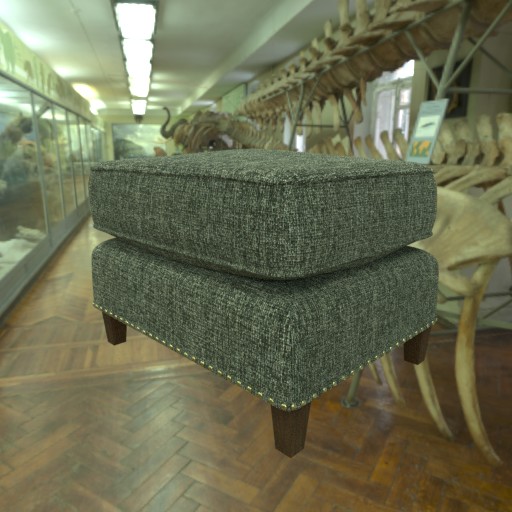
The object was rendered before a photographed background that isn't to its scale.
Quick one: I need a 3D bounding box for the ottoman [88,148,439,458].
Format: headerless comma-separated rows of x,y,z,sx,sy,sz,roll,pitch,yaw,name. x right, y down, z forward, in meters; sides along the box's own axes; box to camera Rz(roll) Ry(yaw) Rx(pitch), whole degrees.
0.000,0.000,1.140,0.589,0.537,0.738,-13,19,-43,ottoman
